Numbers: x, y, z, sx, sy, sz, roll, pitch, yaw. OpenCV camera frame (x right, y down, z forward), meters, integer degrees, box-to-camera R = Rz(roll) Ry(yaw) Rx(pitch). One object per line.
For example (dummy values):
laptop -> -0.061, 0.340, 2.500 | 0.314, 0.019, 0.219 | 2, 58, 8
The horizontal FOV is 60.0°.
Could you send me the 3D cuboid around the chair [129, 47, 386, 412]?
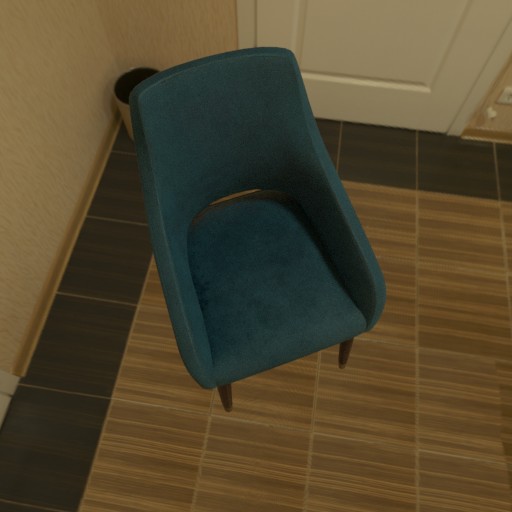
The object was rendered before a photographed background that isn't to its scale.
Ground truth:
chair -> 0.000, 0.000, 1.571 | 0.683, 1.081, 0.794 | -18, 65, -9
